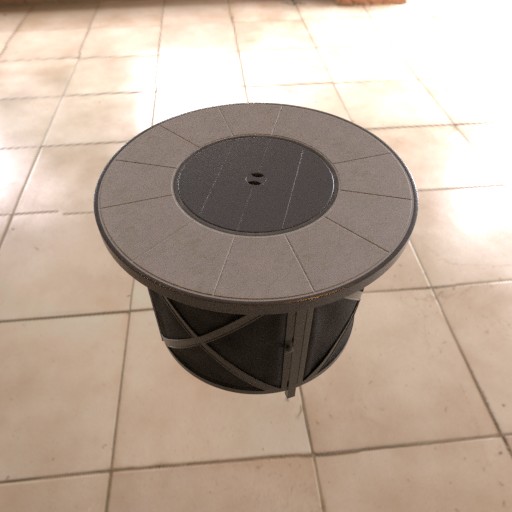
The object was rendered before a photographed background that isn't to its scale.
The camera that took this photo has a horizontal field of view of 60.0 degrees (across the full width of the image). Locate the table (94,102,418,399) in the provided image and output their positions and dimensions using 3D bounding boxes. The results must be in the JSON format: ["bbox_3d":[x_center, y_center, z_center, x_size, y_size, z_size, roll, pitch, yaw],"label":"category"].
[{"bbox_3d":[0.000,0.000,1.522,0.914,0.650,0.914,0,47,0],"label":"table"}]
